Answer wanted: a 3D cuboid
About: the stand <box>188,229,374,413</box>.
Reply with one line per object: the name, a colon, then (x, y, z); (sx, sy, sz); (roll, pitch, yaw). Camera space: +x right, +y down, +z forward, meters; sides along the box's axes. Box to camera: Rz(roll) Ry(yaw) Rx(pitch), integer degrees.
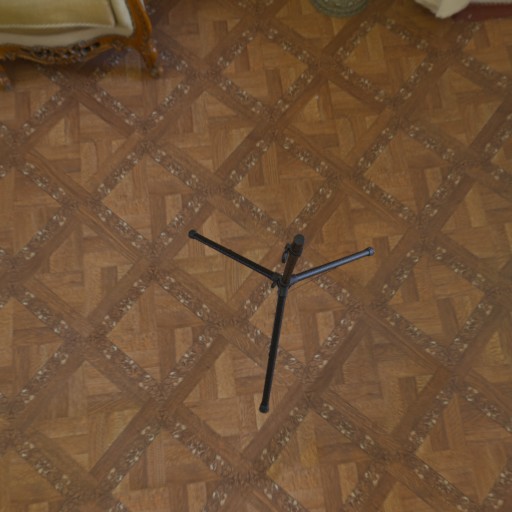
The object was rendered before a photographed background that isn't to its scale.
stand: (0.000, 0.000, 1.852); (0.907, 1.136, 1.045); (36, 79, 8)
